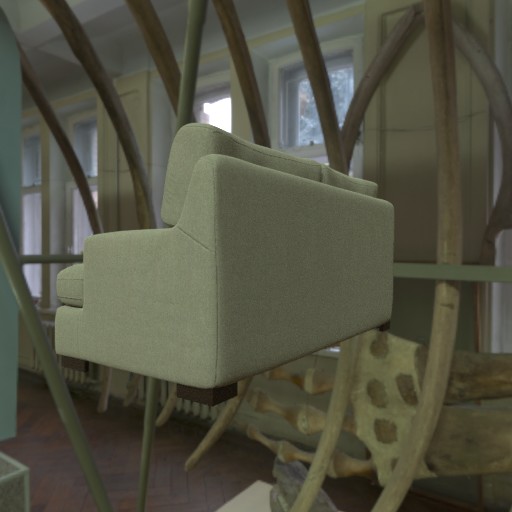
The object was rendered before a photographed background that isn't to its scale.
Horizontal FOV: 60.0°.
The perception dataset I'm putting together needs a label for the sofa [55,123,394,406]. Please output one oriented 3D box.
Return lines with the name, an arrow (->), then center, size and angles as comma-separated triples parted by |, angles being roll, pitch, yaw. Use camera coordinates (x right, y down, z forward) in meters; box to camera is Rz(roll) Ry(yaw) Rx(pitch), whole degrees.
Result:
sofa -> 0.000, 0.000, 2.443 | 0.962, 0.980, 1.855 | 0, 1, 35
